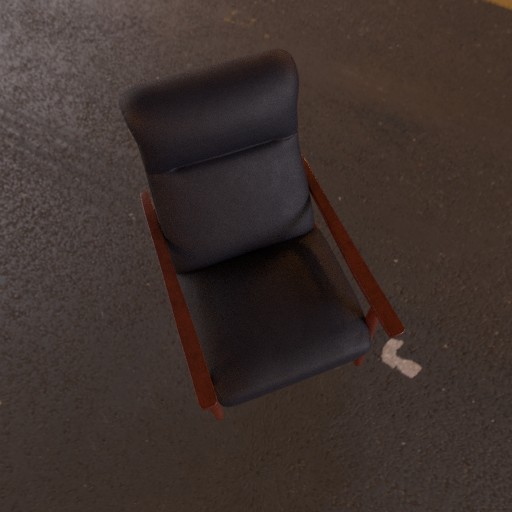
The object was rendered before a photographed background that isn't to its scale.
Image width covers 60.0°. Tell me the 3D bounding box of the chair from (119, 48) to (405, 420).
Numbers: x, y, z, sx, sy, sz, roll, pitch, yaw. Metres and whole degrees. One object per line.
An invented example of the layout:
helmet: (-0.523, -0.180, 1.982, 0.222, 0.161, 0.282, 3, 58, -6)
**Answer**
chair: (0.000, 0.000, 1.794, 0.762, 1.082, 1.014, -19, 65, -9)
